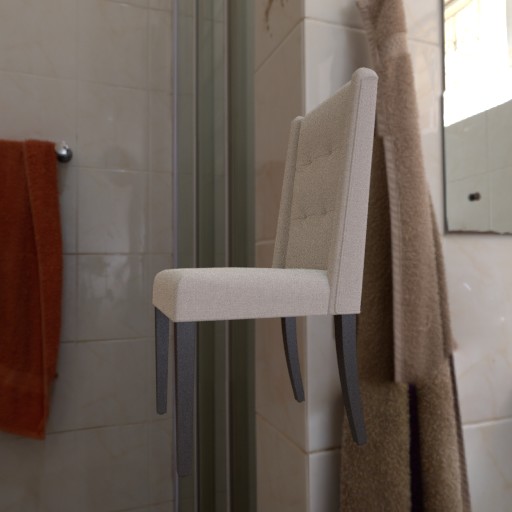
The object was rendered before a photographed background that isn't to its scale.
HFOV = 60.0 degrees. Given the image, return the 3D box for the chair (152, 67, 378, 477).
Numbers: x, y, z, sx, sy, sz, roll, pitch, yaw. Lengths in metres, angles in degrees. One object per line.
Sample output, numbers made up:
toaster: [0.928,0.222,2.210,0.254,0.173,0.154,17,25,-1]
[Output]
chair: [0.000,0.000,1.241,0.523,0.961,0.474,0,-1,-19]
